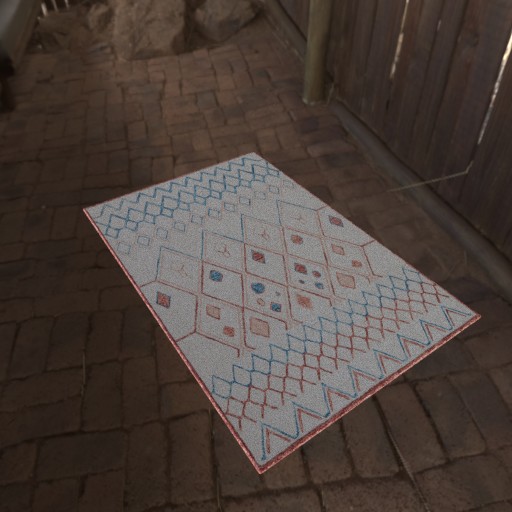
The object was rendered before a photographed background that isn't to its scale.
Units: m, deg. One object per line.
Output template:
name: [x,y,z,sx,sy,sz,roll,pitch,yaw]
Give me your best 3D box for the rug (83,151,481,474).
rug: [0.000,0.000,2.308,1.219,0.016,1.829,-25,47,-25]
